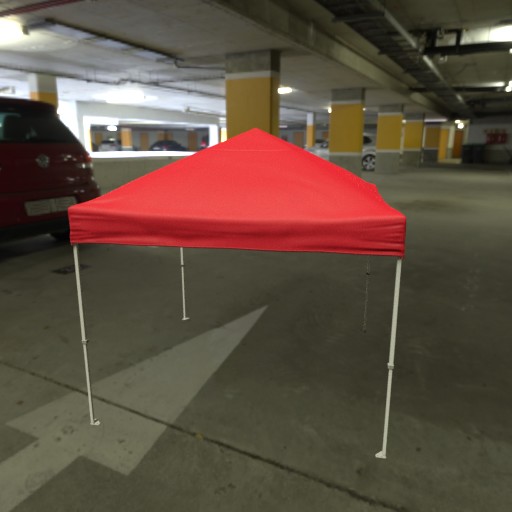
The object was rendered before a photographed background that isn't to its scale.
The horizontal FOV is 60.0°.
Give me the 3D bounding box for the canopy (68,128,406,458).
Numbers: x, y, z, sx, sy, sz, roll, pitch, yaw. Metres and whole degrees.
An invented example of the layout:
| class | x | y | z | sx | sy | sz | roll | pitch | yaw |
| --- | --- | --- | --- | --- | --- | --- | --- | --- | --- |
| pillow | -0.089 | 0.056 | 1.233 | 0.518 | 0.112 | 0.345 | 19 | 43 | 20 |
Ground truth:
| class | x | y | z | sx | sy | sz | roll | pitch | yaw |
| --- | --- | --- | --- | --- | --- | --- | --- | --- | --- |
| canopy | 0.000 | 0.000 | 5.391 | 2.998 | 2.997 | 2.996 | 2 | 14 | 10 |
